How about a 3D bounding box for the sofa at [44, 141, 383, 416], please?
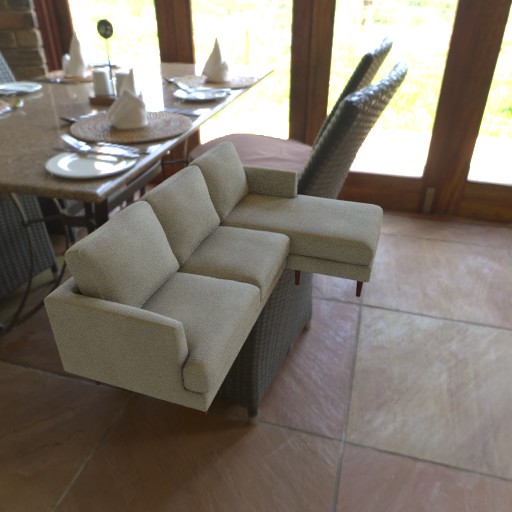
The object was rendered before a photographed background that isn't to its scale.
[{"bbox_3d":[0.000,0.000,3.013,1.504,0.956,2.233,10,32,16],"label":"sofa"}]
